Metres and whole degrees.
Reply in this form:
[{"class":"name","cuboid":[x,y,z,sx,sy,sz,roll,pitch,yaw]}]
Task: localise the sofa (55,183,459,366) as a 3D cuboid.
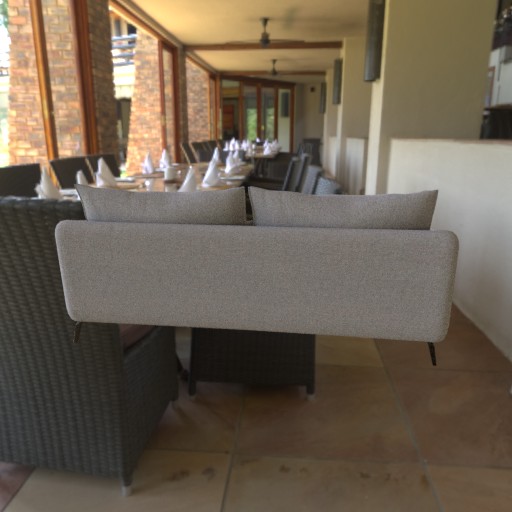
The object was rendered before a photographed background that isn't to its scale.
[{"class":"sofa","cuboid":[0.000,0.000,2.453,2.022,0.833,0.809,2,15,8]}]
